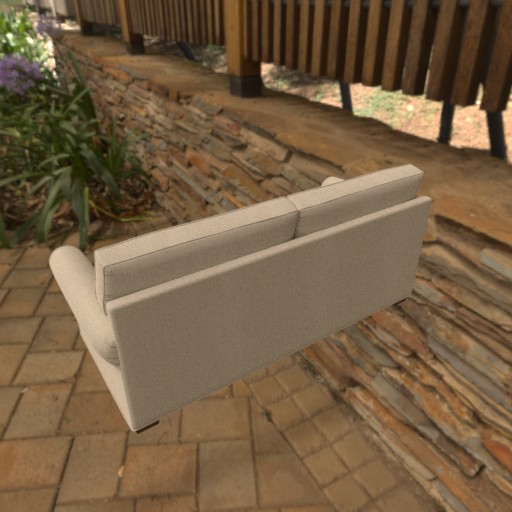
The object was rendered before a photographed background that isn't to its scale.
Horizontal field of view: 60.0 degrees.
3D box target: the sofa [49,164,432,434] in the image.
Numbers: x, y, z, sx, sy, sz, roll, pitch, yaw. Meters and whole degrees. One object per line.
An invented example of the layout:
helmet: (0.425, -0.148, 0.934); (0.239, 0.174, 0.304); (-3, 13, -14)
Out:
sofa: (0.000, 0.000, 2.670); (2.146, 0.962, 0.901); (-19, 35, -29)
